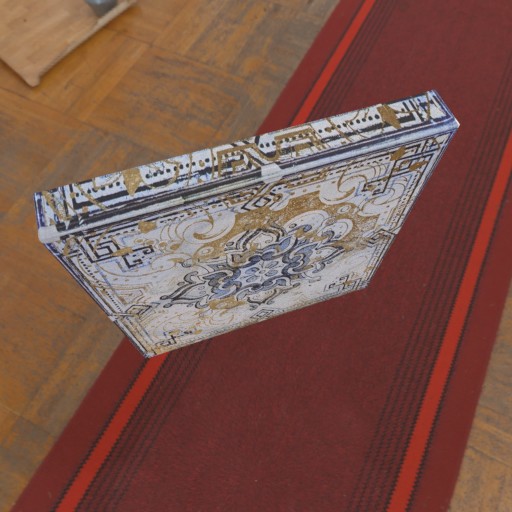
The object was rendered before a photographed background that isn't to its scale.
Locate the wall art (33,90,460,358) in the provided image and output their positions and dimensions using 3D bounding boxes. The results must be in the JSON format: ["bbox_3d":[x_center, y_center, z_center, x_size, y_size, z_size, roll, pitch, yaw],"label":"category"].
[{"bbox_3d":[0.000,0.000,0.446,0.302,0.306,0.038,-17,64,-8],"label":"wall art"}]
